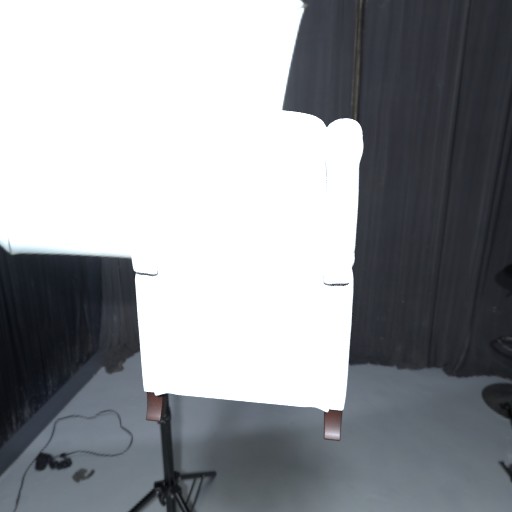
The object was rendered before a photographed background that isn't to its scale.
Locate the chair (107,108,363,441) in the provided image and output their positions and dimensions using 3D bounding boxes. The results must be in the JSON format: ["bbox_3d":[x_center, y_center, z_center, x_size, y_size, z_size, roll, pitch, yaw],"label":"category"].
[{"bbox_3d":[0.000,0.000,1.668,0.742,1.035,0.902,3,17,9],"label":"chair"}]
